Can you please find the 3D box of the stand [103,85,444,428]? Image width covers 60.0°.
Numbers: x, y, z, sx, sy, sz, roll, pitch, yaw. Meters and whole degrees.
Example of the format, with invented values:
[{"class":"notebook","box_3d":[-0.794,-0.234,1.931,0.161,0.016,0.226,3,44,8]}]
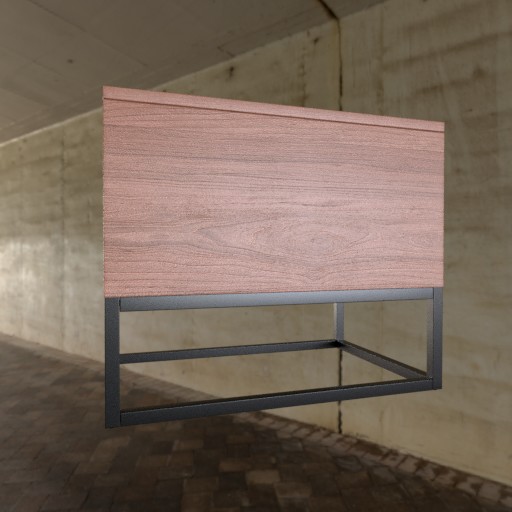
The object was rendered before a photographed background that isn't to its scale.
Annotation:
[{"class":"stand","box_3d":[0.000,0.000,0.934,0.600,0.500,0.420,0,1,-18]}]
